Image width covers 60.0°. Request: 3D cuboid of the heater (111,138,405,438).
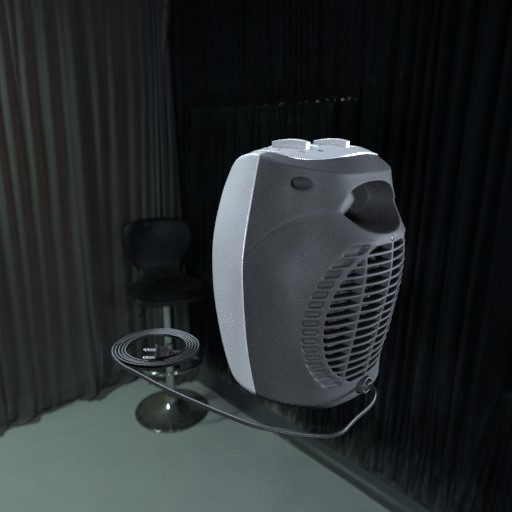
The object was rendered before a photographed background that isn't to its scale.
[{"bbox_3d":[0.000,0.000,0.468,0.291,0.240,0.239,15,21,43],"label":"heater"}]
